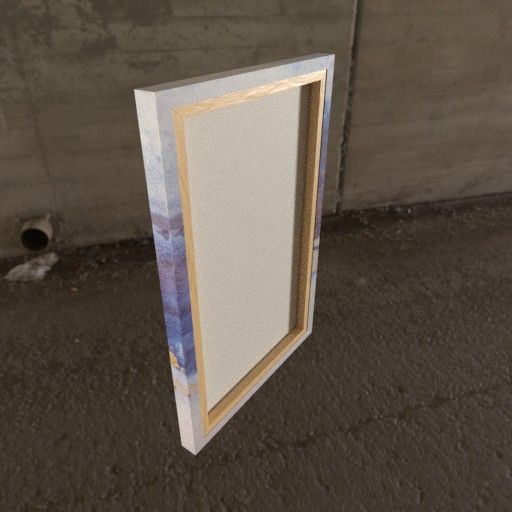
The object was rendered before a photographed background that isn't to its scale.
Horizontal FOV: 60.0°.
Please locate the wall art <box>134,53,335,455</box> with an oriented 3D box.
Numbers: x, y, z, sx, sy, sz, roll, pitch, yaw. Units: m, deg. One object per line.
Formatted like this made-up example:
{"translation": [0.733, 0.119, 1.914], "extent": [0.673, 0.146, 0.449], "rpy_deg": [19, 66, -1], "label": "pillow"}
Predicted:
{"translation": [0.000, 0.000, 1.108], "extent": [0.048, 0.874, 0.583], "rpy_deg": [21, 37, 30], "label": "wall art"}
